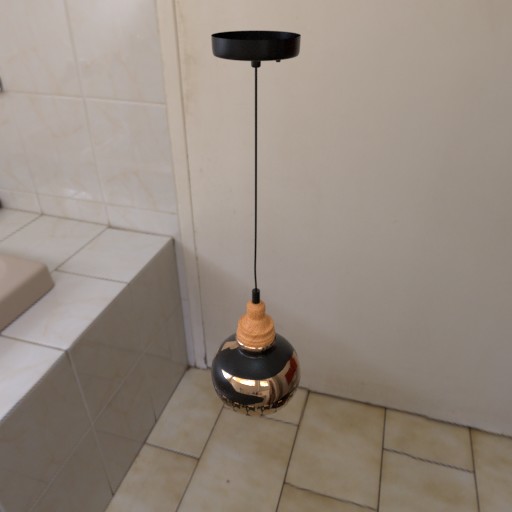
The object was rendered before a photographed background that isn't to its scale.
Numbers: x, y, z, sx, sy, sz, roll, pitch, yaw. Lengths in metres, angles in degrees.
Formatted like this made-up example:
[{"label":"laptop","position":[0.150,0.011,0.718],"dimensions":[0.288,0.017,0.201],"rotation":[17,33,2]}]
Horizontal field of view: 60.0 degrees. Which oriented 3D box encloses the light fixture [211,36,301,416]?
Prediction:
[{"label":"light fixture","position":[0.000,0.000,1.791],"dimensions":[0.430,1.606,0.430],"rotation":[10,33,16]}]
